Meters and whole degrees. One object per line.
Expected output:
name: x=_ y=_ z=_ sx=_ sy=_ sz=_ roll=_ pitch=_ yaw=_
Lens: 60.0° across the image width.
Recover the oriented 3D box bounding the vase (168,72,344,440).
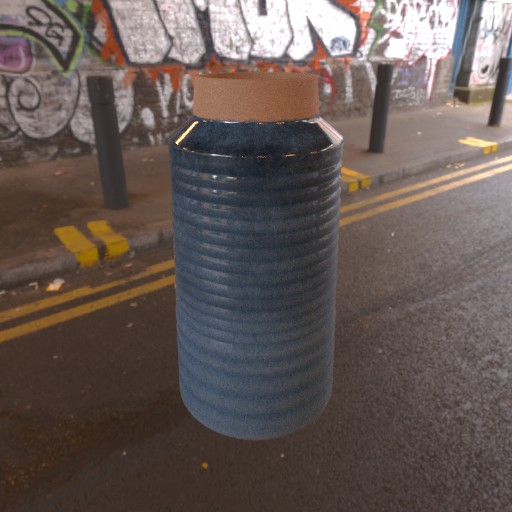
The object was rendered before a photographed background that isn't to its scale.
vase: x=0.000 y=0.000 z=0.417 sx=0.163 sy=0.316 sz=0.163 roll=0 pitch=25 yaw=0
